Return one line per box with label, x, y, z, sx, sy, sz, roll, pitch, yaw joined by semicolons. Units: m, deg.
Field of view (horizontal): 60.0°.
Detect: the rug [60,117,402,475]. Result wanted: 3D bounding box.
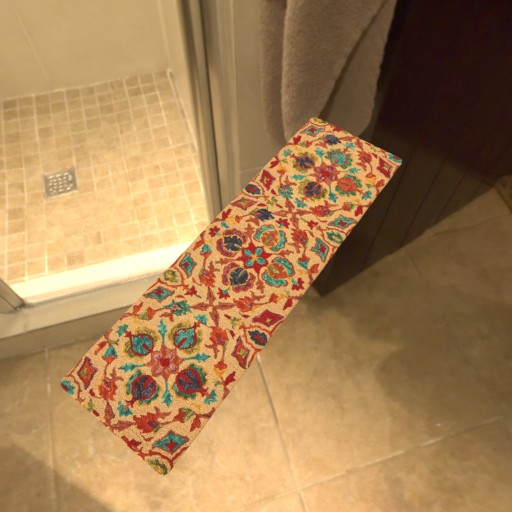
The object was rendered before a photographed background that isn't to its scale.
rug;0.000;0.000;2.487;0.693;0.016;2.273;32;65;18
